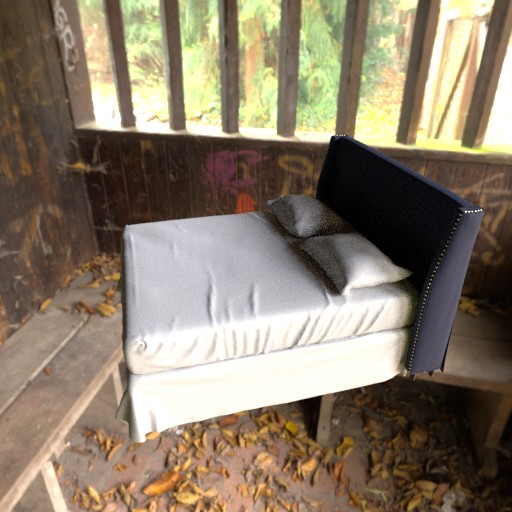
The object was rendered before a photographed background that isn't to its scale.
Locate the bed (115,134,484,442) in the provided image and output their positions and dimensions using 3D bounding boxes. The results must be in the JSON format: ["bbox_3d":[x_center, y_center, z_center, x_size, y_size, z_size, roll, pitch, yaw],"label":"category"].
[{"bbox_3d":[0.000,0.000,3.427,2.276,1.332,1.925,-7,30,-13],"label":"bed"}]
